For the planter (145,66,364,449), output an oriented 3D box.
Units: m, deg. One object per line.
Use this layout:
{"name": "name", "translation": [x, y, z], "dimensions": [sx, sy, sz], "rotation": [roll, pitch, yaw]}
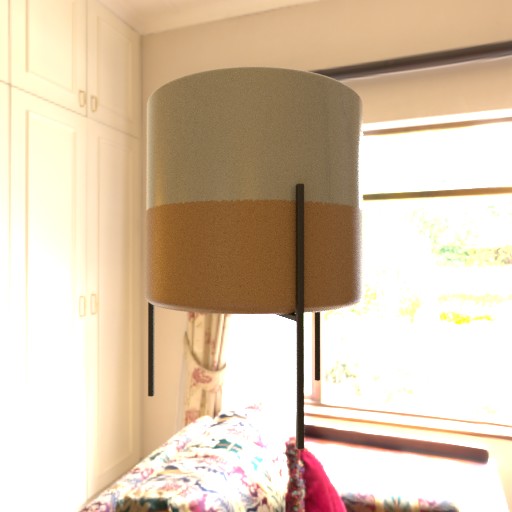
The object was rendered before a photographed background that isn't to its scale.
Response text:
{"name": "planter", "translation": [0.000, 0.000, 0.720], "dimensions": [0.348, 0.480, 0.360], "rotation": [0, 0, -18]}
